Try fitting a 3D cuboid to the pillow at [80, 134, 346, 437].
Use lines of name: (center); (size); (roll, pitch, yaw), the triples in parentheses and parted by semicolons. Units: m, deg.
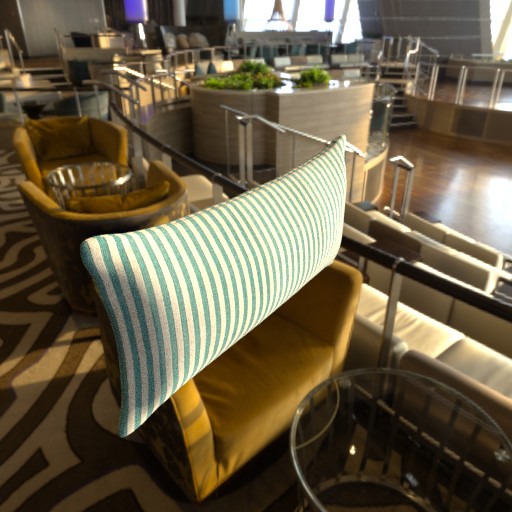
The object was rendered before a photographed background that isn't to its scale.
pillow: (0.000, 0.000, 0.745); (0.151, 0.295, 0.617); (19, 33, 31)
